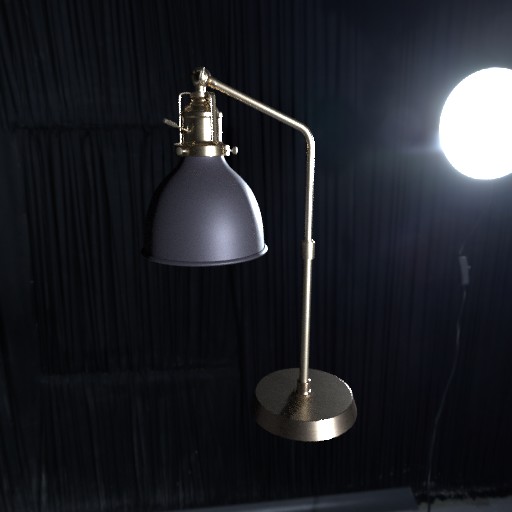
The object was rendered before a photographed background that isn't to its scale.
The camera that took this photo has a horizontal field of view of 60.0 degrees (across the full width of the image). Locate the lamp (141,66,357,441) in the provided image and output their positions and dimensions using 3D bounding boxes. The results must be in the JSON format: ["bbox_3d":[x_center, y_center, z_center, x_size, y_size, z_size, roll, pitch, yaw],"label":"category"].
[{"bbox_3d":[0.000,0.000,0.579,0.291,0.456,0.160,-2,15,-7],"label":"lamp"}]
